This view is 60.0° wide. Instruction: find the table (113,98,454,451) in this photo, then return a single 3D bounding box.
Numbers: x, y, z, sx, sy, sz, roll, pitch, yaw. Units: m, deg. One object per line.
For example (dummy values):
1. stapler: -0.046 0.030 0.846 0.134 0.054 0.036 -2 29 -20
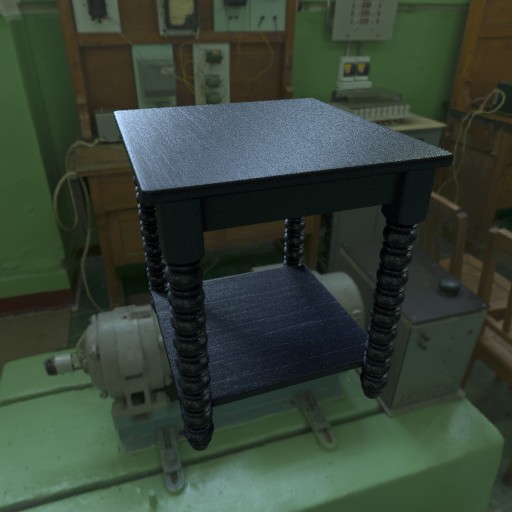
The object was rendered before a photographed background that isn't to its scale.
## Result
1. table: 0.000 0.000 1.000 0.500 0.567 0.533 -10 31 -17
